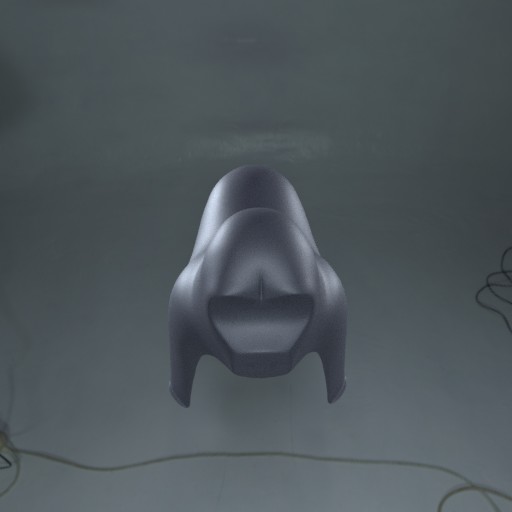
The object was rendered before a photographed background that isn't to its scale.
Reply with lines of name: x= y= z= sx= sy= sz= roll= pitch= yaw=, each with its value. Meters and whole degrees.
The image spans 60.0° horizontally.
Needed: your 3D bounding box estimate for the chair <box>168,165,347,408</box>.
chair: x=0.000 y=0.000 z=1.144 sx=0.490 sy=0.600 sz=0.758 roll=-1 pitch=46 yaw=-1
